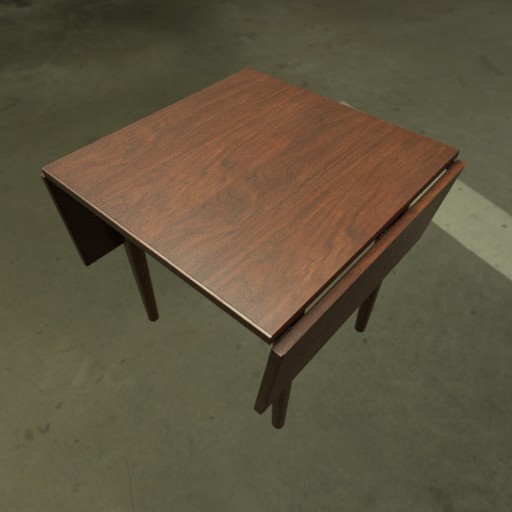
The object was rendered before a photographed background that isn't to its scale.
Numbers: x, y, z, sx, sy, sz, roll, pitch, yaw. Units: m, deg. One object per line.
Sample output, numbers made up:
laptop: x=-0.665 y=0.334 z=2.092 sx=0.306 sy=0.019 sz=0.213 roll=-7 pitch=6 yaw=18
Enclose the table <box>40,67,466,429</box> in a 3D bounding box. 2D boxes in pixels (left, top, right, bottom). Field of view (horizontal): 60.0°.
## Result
table: x=0.000 y=0.000 z=1.466 sx=0.843 sy=0.763 sz=0.812 roll=33 pitch=55 yaw=27
